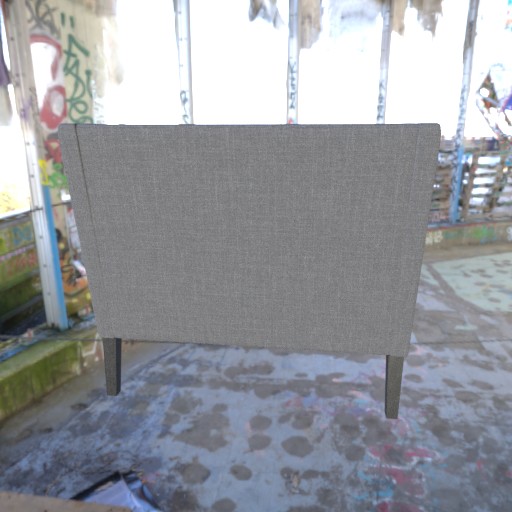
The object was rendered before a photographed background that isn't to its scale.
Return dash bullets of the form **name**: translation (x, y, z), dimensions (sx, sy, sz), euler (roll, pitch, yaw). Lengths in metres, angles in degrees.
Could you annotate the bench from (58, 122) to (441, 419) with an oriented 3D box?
- **bench**: translation (0.000, 0.000, 1.971), dimensions (1.276, 1.121, 0.842), euler (2, 16, 7)
